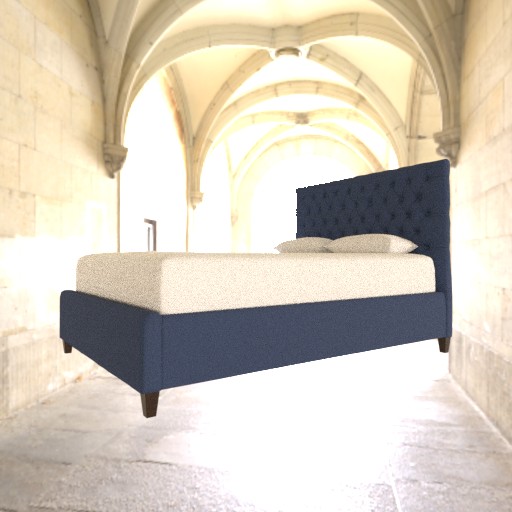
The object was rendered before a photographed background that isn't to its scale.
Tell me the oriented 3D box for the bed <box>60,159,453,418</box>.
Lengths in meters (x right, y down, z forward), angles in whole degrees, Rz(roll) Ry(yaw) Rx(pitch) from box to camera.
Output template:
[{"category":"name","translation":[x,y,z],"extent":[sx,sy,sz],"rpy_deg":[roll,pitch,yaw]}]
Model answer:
[{"category":"bed","translation":[0.000,0.000,3.278],"extent":[2.387,1.427,1.706],"rpy_deg":[0,0,-35]}]
